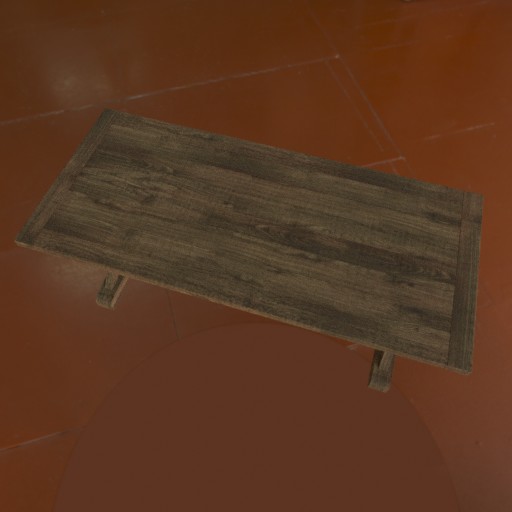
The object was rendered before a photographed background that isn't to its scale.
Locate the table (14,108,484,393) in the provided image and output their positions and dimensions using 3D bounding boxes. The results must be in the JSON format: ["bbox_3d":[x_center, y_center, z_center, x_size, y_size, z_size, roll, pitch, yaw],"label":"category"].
[{"bbox_3d":[0.000,0.000,2.400,2.031,0.733,0.907,15,61,9],"label":"table"}]
